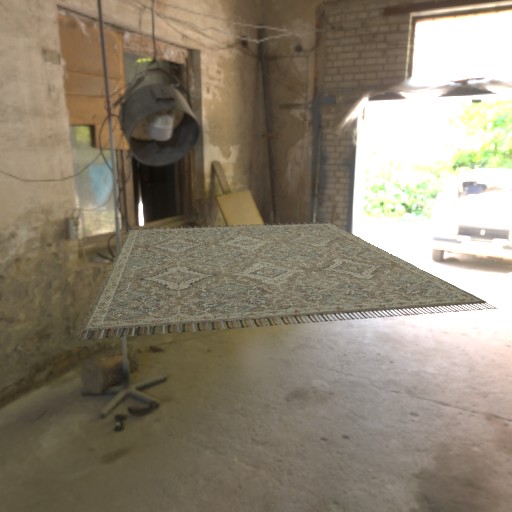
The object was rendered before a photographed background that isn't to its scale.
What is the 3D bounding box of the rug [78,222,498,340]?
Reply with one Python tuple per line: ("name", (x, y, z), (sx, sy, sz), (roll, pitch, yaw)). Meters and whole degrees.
("rug", (0.000, 0.000, 3.926), (2.437, 0.010, 3.056), (-3, 15, -10))
